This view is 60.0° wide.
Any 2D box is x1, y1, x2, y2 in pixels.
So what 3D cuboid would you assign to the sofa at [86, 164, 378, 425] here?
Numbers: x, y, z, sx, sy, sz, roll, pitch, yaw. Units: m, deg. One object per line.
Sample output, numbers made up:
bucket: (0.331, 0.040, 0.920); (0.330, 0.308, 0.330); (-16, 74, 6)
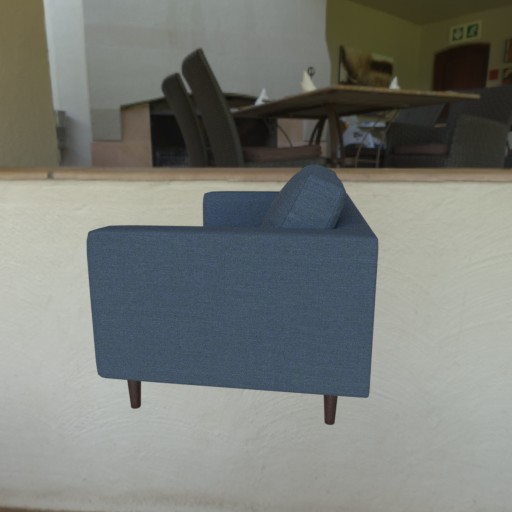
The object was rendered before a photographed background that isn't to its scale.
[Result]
sofa: (0.000, 0.000, 2.276); (0.999, 0.907, 1.659); (2, 13, 8)
